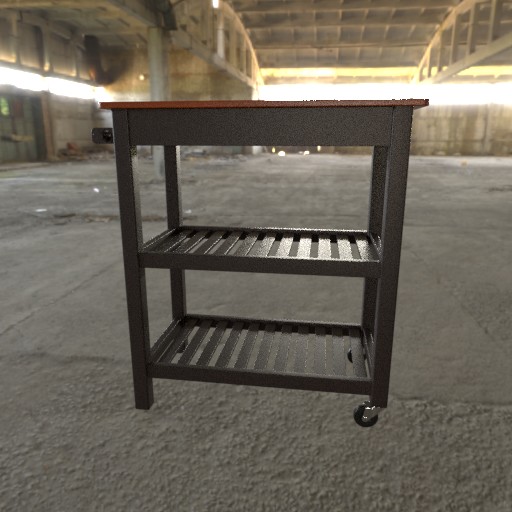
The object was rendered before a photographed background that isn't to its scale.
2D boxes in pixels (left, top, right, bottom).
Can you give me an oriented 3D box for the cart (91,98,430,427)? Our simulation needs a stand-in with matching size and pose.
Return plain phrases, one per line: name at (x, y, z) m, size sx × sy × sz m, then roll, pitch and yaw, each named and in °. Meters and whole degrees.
cart at (0.000, 0.000, 1.444) m, size 0.899 × 0.927 × 0.457 m, roll 2°, pitch 15°, yaw 8°
